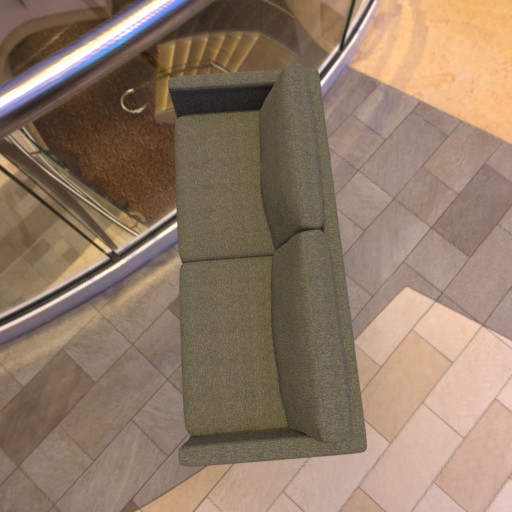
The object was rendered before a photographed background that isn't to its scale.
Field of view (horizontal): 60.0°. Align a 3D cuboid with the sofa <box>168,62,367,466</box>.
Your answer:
[{"bbox_3d":[0.000,0.000,2.678,0.948,0.965,2.208,-4,75,-1],"label":"sofa"}]
